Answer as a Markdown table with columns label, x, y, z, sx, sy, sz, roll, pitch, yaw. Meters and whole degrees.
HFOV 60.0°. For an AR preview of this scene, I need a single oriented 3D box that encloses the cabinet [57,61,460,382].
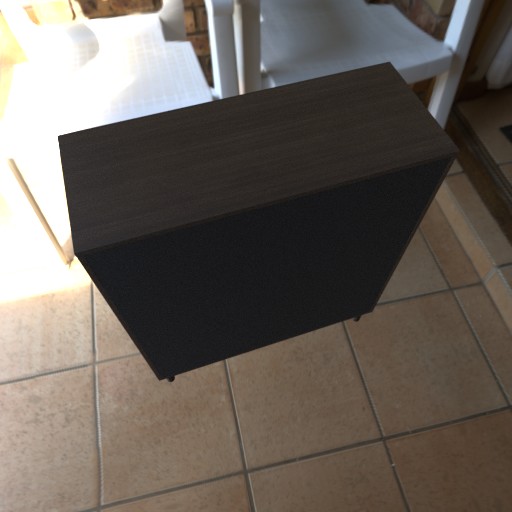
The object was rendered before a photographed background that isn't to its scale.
| label | x | y | z | sx | sy | sz | roll | pitch | yaw |
| --- | --- | --- | --- | --- | --- | --- | --- | --- | --- |
| cabinet | 0.000 | 0.000 | 1.692 | 1.010 | 1.170 | 0.400 | -16 | 60 | -10 |
